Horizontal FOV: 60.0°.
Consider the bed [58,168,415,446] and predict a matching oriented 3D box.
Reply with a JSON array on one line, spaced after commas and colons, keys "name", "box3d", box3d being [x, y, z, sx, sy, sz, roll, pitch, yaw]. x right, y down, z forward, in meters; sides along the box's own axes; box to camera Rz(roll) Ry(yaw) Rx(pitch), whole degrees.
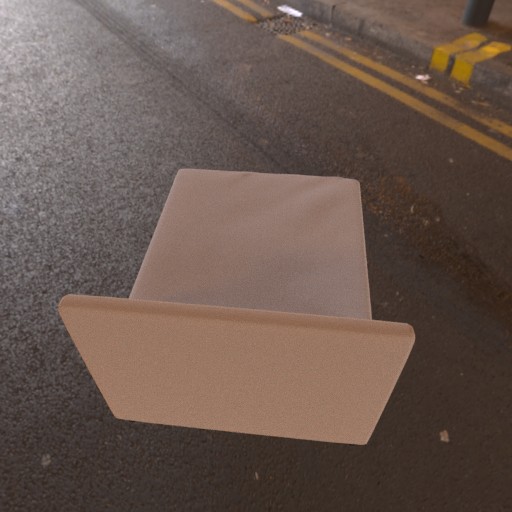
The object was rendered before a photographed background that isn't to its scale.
[{"name": "bed", "box3d": [0.000, 0.000, 3.221, 1.748, 1.330, 2.142, 4, 47, 4]}]
